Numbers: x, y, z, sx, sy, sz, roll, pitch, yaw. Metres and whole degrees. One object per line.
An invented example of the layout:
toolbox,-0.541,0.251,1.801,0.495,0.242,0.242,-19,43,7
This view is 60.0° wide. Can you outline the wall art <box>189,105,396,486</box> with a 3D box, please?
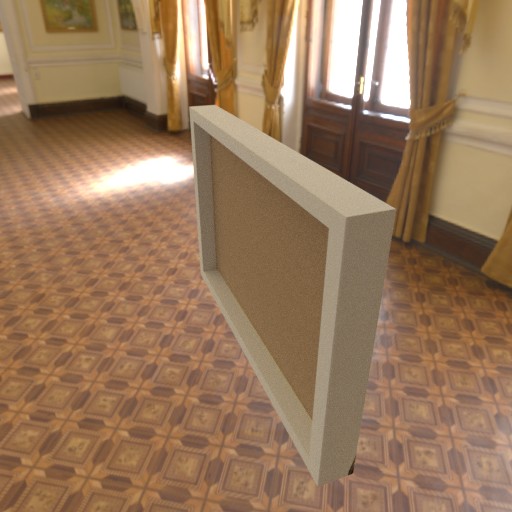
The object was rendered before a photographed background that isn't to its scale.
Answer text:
wall art,0.000,0.000,0.485,0.039,0.254,0.384,-10,30,-18
